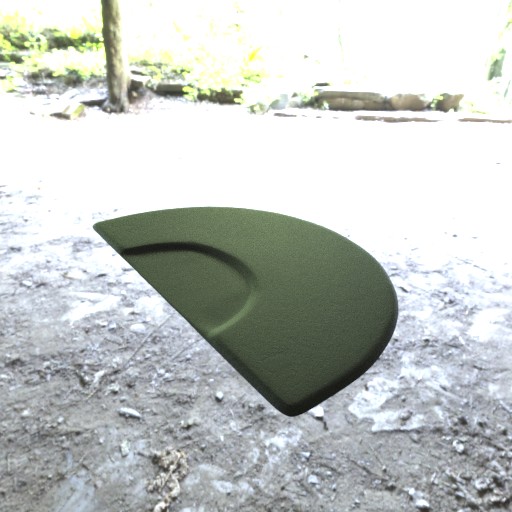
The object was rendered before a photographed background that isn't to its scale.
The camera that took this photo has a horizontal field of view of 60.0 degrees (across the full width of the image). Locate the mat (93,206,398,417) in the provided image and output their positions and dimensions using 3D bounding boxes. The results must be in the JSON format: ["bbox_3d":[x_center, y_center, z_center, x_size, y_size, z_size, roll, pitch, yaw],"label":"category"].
[{"bbox_3d":[0.000,0.000,1.873,0.917,0.022,1.525,-18,32,-32],"label":"mat"}]
